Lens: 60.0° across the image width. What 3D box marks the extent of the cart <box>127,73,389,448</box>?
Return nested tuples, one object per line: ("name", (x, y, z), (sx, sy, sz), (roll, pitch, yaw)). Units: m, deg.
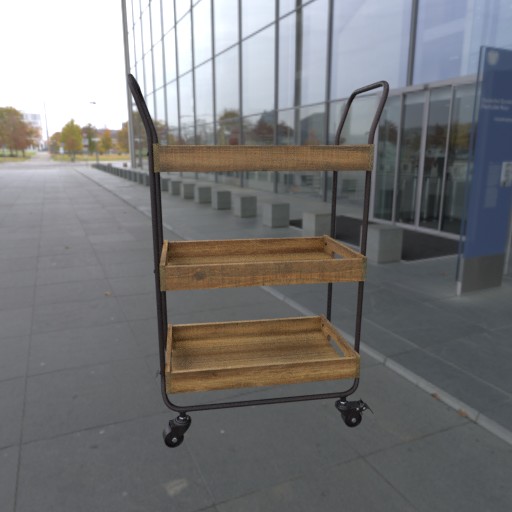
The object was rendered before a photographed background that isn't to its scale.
("cart", (0.000, 0.000, 1.166), (0.583, 0.857, 0.339), (-2, 13, -9))
